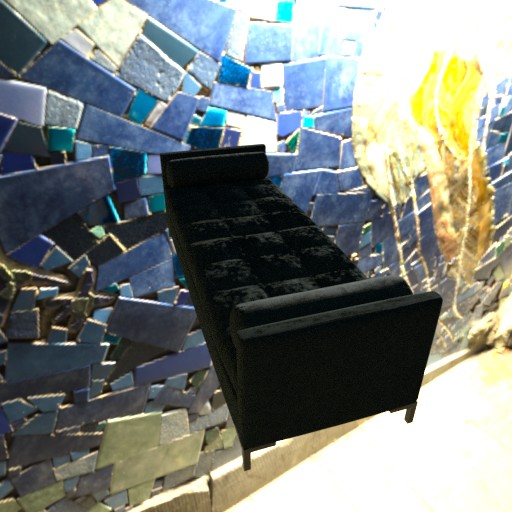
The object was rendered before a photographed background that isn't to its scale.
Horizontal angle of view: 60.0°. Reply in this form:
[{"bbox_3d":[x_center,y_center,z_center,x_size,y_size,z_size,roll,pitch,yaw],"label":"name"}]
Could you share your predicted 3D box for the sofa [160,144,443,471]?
[{"bbox_3d":[0.000,0.000,2.512,0.797,0.657,2.102,-9,32,-15],"label":"sofa"}]
